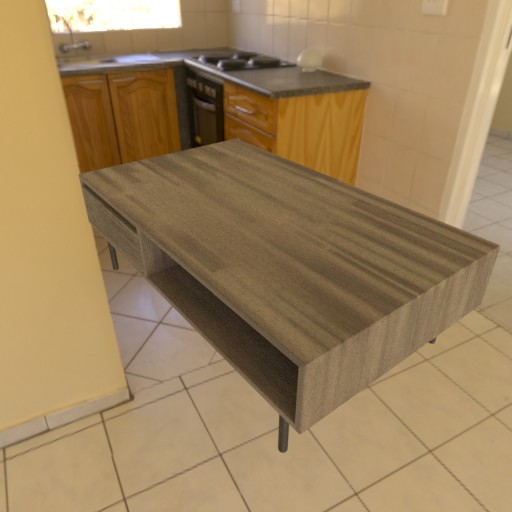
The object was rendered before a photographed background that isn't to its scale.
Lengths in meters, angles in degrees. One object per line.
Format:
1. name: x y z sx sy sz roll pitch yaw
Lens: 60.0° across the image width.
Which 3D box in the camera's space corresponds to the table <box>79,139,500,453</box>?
1. table: 0.000 0.000 1.350 0.643 0.347 1.088 -22 38 -31
